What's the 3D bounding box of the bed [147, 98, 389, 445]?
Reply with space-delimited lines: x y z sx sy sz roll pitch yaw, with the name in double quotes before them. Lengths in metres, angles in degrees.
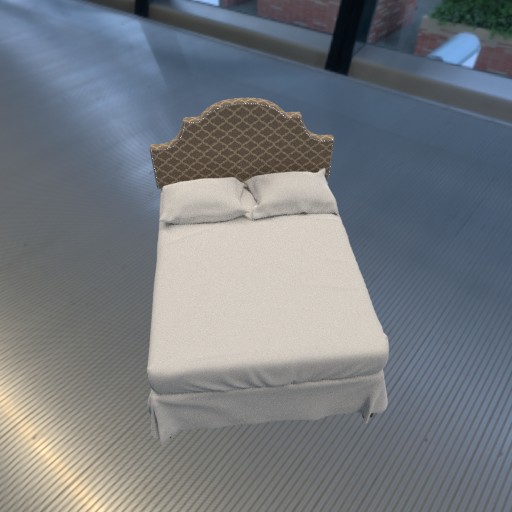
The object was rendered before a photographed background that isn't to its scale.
"bed" 0.000 0.000 3.416 1.780 1.633 2.222 -4 45 -4
